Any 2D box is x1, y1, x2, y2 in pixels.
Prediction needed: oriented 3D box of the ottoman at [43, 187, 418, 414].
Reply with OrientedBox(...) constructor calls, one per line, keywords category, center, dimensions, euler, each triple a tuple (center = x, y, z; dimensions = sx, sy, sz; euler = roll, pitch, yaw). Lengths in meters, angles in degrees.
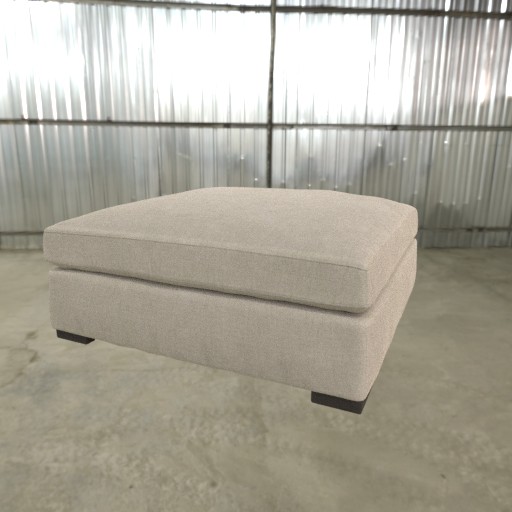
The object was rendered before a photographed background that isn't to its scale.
OrientedBox(category="ottoman", center=(0.000, 0.000, 1.855), dimensions=(1.203, 0.517, 1.171), euler=(7, 16, 24))
